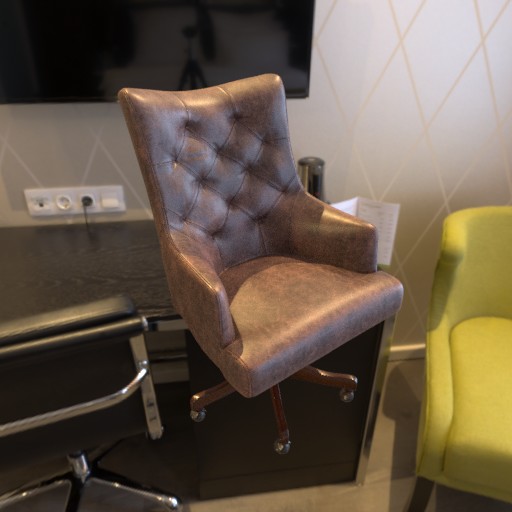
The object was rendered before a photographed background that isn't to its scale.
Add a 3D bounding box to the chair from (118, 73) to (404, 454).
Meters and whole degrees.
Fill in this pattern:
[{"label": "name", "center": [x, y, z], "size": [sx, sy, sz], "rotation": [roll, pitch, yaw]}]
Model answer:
[{"label": "chair", "center": [0.000, 0.000, 1.463], "size": [0.641, 1.035, 0.762], "rotation": [-21, 35, -33]}]
